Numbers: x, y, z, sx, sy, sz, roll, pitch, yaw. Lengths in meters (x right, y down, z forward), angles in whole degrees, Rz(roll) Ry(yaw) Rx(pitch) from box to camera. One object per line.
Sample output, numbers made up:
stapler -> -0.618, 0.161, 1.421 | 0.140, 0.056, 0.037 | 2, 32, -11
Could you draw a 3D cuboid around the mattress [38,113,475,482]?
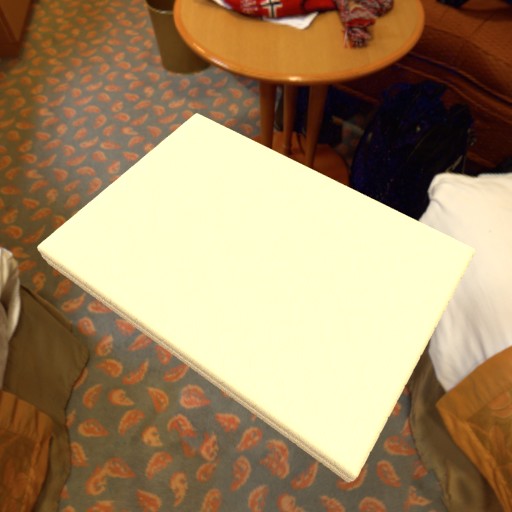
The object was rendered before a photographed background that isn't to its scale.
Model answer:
mattress -> 0.000, 0.000, 2.506 | 2.000, 0.200, 1.400 | 31, 62, 19
